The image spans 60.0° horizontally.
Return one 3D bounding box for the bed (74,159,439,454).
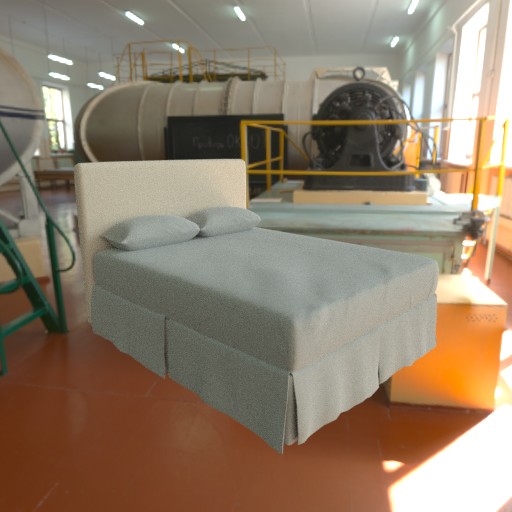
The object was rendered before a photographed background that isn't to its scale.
[{"bbox_3d":[0.000,0.000,3.238,2.142,1.330,1.748,13,19,43],"label":"bed"}]
